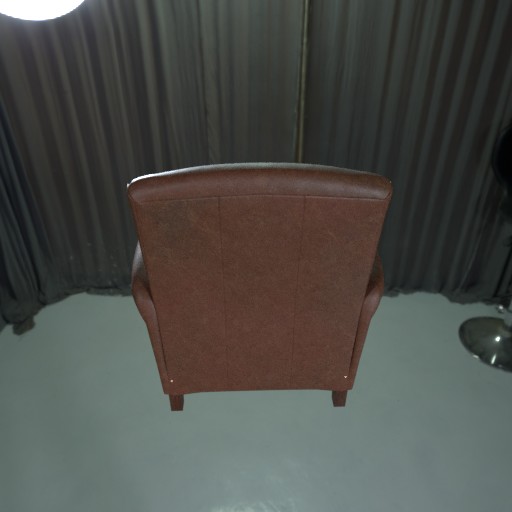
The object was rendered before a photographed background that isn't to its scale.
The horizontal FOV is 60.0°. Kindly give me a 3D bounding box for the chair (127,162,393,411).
[{"bbox_3d":[0.000,0.000,1.821,0.978,1.061,0.902,-1,31,-2],"label":"chair"}]
